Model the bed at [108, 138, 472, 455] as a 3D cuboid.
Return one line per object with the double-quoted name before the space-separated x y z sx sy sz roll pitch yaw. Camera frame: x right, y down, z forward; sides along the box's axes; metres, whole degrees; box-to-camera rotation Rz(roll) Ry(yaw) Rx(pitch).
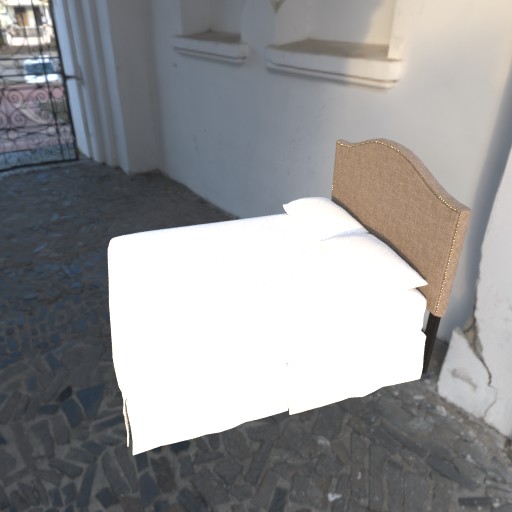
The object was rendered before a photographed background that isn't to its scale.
"bed" 0.000 0.000 3.255 2.153 1.518 1.713 -9 31 -15
